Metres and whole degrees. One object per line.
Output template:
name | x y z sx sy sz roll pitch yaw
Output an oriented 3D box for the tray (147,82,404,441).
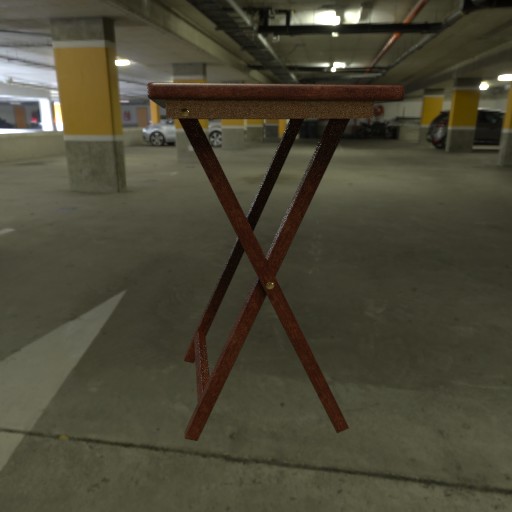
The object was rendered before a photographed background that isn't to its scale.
tray | 0.000 0.000 0.958 0.381 0.660 0.483 -3 17 -9
